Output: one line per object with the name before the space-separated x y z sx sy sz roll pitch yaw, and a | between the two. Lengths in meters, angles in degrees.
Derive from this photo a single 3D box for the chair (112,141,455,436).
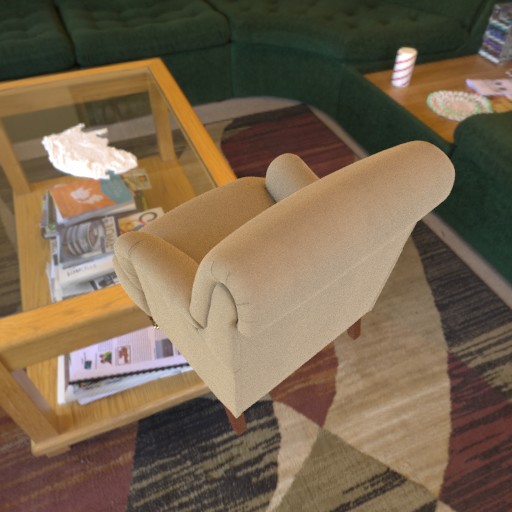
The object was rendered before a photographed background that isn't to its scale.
chair | 0.000 0.000 1.526 0.766 0.942 0.842 -32 54 -26
